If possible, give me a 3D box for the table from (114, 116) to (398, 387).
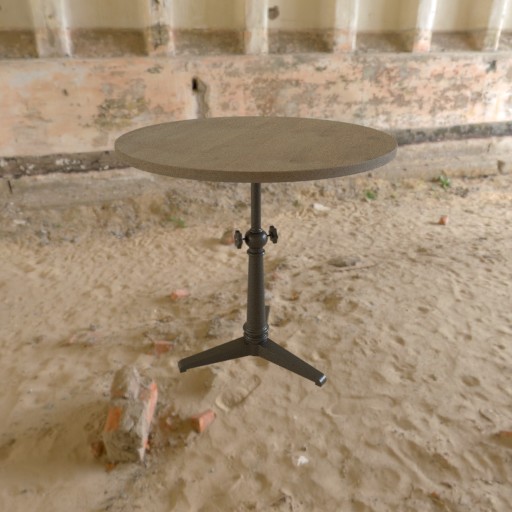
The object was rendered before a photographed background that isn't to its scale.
[{"bbox_3d":[0.000,0.000,1.470,0.800,0.780,0.800,0,26,0],"label":"table"}]
